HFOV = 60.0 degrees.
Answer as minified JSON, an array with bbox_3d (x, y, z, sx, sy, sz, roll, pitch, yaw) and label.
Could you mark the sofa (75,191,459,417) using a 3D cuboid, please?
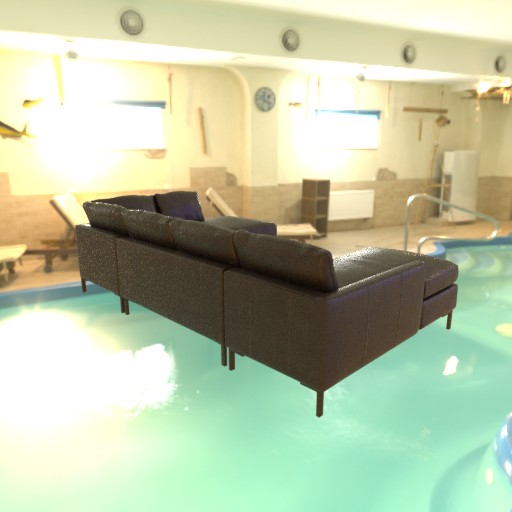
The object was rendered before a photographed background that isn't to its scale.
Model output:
[{"bbox_3d":[0.000,0.000,3.839,1.939,0.900,2.956,-13,19,-43],"label":"sofa"}]
